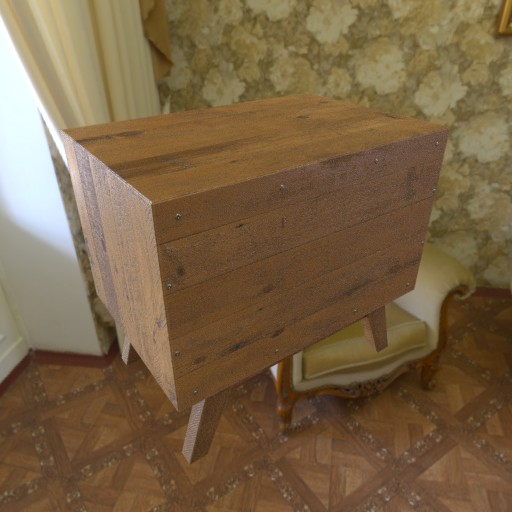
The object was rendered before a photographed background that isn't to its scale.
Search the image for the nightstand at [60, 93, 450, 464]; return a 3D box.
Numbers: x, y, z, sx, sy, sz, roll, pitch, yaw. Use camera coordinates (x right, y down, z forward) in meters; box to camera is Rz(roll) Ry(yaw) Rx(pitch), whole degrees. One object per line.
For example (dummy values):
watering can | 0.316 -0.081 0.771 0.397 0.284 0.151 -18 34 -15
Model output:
nightstand | 0.000 0.000 1.044 0.650 0.599 0.450 -20 36 -30
